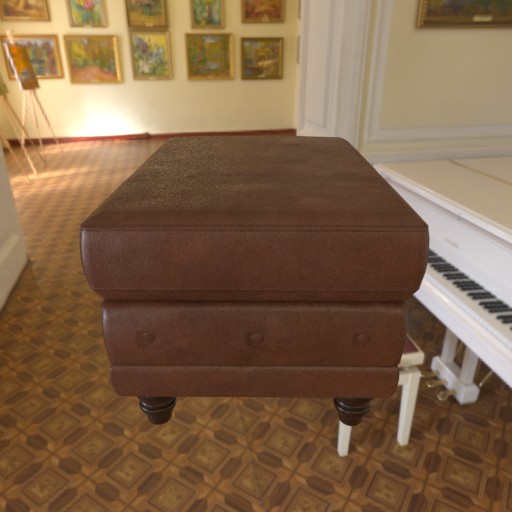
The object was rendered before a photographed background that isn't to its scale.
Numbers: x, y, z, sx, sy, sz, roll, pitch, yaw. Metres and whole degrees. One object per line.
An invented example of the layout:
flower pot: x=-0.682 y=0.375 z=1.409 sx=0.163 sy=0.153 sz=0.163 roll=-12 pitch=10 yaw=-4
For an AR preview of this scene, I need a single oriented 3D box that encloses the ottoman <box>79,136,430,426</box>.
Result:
ottoman: x=0.000 y=0.000 z=1.161 sx=0.588 sy=0.509 sz=0.795 roll=0 pitch=25 yaw=0
